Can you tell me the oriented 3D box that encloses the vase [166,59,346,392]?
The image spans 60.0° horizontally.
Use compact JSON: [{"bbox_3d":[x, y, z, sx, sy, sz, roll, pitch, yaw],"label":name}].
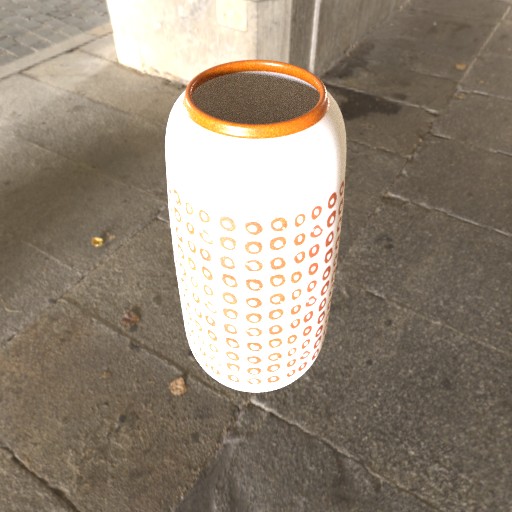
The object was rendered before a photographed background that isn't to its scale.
[{"bbox_3d":[0.000,0.000,0.358,0.133,0.282,0.133,0,47,0],"label":"vase"}]
